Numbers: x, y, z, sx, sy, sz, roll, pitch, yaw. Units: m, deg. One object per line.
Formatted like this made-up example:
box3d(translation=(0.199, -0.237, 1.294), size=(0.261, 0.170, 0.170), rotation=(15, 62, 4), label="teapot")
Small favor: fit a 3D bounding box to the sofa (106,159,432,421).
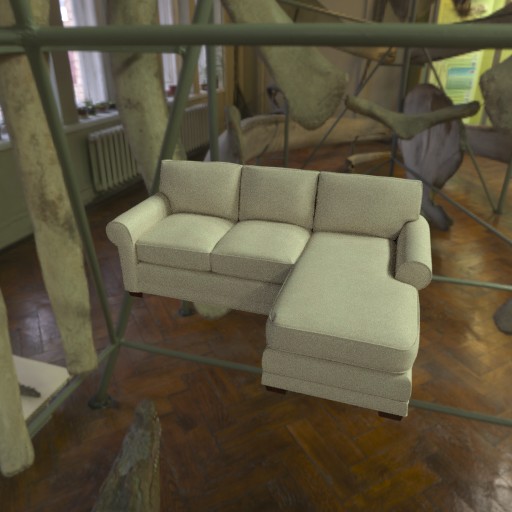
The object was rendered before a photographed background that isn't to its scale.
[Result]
box3d(translation=(0.000, 0.000, 2.389), size=(1.770, 0.734, 1.226), rotation=(8, 27, 16), label="sofa")
